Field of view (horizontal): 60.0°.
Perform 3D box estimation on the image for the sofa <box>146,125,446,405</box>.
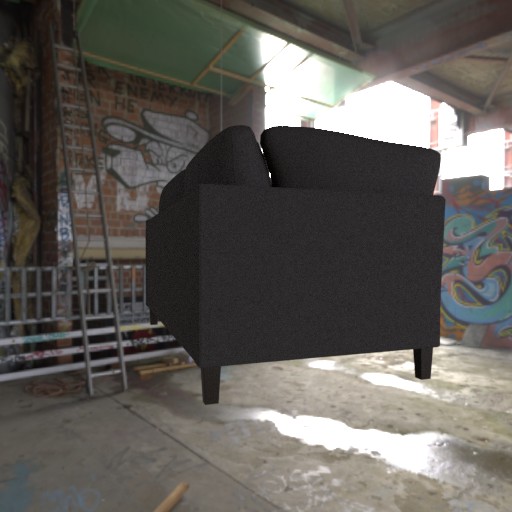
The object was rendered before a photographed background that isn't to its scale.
[{"bbox_3d":[0.000,0.000,2.318,0.969,0.920,1.751,0,1,-19],"label":"sofa"}]
